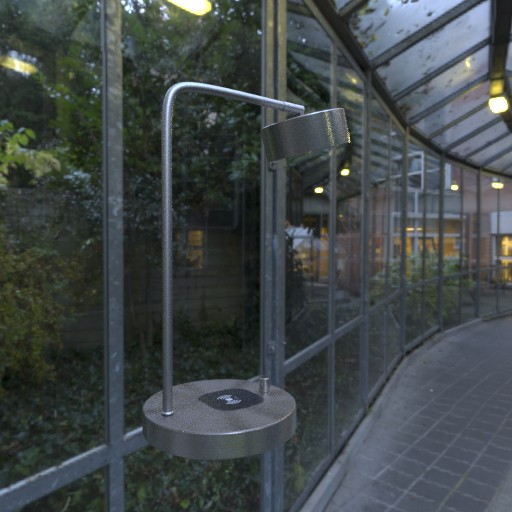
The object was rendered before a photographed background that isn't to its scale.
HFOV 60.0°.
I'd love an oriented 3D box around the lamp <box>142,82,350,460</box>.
[{"bbox_3d":[0.000,0.000,0.650,0.334,0.469,0.211,-1,1,-36],"label":"lamp"}]
